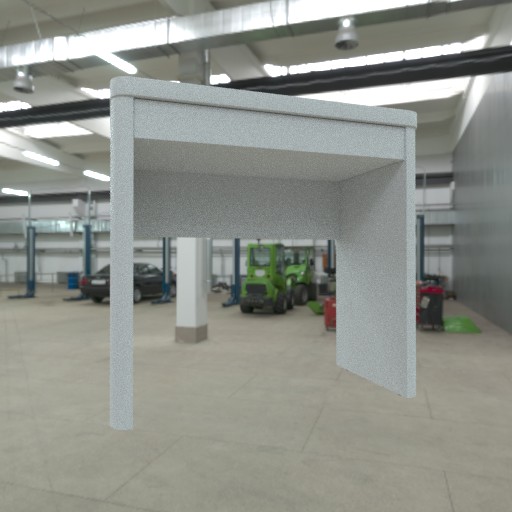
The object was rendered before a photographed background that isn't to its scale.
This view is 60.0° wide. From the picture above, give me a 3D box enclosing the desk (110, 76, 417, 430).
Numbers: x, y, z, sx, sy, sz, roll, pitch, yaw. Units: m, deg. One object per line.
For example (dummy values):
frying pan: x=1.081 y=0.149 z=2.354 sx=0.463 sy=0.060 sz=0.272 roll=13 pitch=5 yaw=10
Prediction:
desk: x=0.000 y=0.000 z=1.262 sx=0.790 sy=0.760 sz=0.446 roll=0 pitch=-1 yaw=-18
